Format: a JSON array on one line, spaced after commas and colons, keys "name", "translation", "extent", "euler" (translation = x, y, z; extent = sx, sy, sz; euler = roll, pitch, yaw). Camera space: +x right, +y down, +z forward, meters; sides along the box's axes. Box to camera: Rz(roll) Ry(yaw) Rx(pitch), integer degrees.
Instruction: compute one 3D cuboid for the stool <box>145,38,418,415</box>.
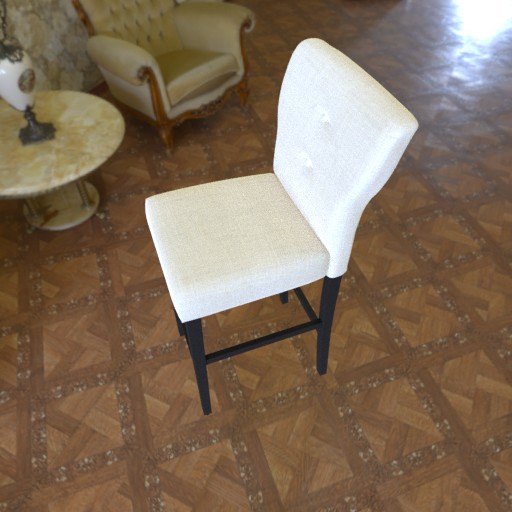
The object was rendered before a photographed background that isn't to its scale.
[{"name": "stool", "translation": [0.000, 0.000, 1.436], "extent": [0.603, 1.124, 0.516], "euler": [-15, 48, -14]}]
